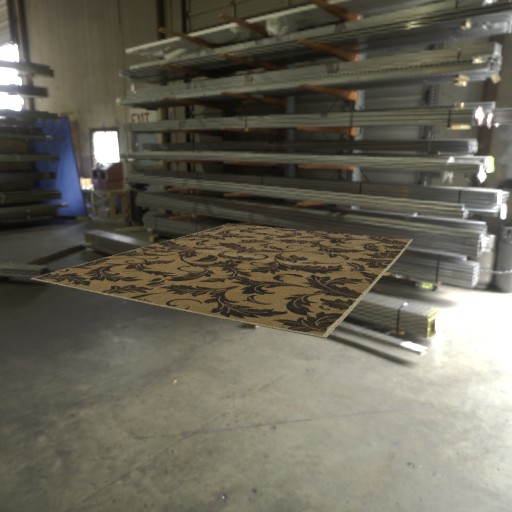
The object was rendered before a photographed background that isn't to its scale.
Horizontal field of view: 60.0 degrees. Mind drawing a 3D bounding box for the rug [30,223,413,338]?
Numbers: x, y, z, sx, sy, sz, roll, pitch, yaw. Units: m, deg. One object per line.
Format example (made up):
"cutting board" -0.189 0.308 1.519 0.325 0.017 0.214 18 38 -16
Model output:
"rug" 0.000 0.000 4.131 2.380 0.008 2.977 7 15 27
